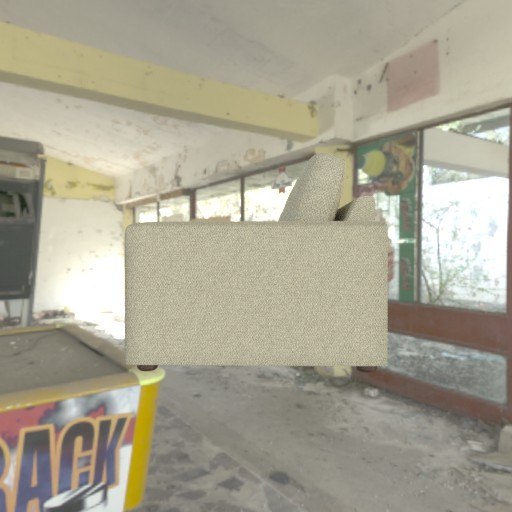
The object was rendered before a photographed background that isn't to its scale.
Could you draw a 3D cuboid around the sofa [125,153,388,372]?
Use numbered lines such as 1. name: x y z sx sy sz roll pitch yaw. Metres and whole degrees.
1. sofa: 0.000 0.000 2.715 1.016 0.873 2.179 0 1 1
